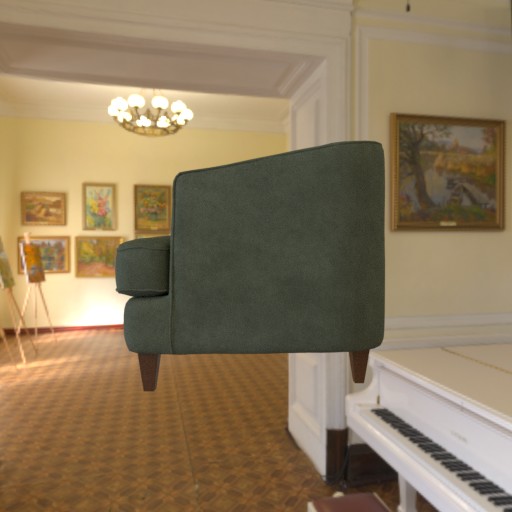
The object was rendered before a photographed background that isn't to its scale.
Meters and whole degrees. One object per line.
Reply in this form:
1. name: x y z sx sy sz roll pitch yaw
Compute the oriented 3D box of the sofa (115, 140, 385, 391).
1. sofa: 0.000 0.000 2.241 0.941 0.855 1.733 0 1 0
